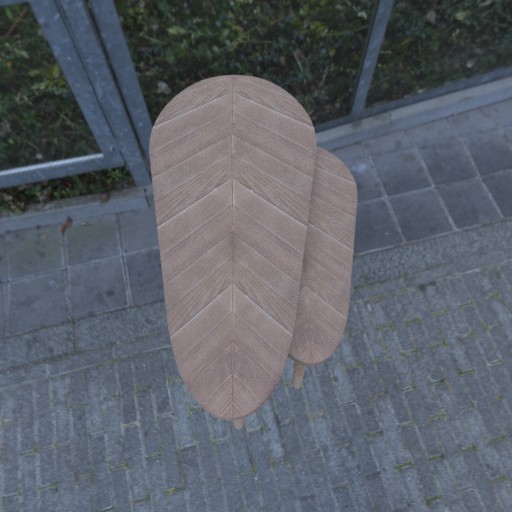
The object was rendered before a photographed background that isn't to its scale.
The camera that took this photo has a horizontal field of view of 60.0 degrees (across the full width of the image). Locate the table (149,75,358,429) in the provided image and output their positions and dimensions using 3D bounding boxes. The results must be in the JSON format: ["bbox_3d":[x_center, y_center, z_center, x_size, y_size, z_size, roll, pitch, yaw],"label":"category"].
[{"bbox_3d":[0.000,0.000,1.623,0.701,0.595,1.190,-1,63,-1],"label":"table"}]
